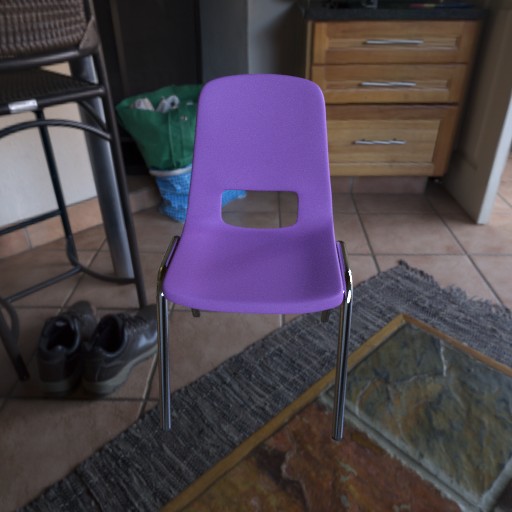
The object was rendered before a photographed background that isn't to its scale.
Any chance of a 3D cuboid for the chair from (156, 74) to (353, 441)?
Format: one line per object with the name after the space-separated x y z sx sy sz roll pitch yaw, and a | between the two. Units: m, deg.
0.000 0.000 0.701 0.291 0.493 0.301 2 32 3 | chair
